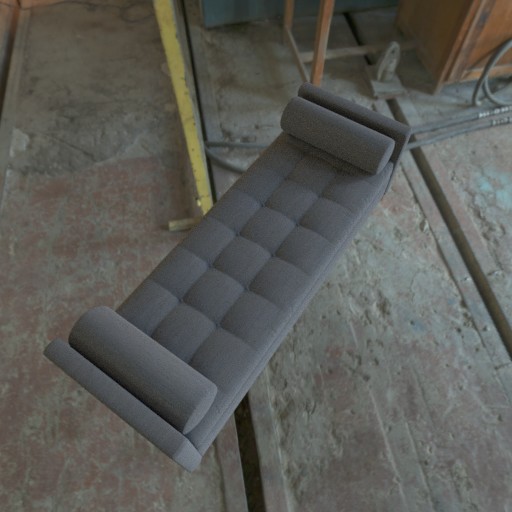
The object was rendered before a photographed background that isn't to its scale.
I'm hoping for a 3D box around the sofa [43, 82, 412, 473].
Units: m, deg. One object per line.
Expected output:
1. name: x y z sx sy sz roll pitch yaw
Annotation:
1. sofa: 0.000 0.000 2.305 0.686 0.635 1.981 31 64 17
